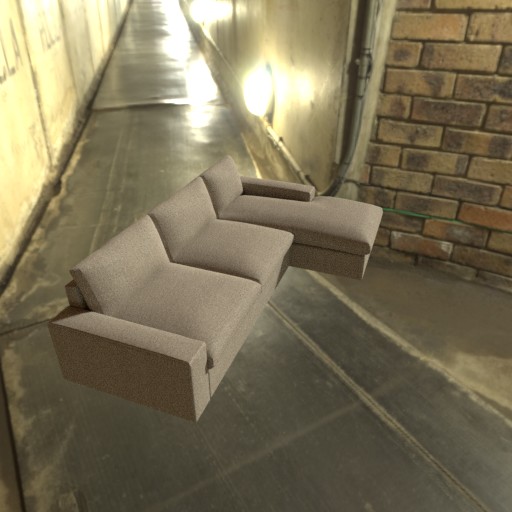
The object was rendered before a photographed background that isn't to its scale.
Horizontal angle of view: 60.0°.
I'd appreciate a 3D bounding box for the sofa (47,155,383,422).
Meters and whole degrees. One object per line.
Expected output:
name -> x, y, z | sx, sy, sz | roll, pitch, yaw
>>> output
sofa -> 0.000, 0.000, 3.566 | 1.689, 0.813, 2.718 | 11, 33, 18
